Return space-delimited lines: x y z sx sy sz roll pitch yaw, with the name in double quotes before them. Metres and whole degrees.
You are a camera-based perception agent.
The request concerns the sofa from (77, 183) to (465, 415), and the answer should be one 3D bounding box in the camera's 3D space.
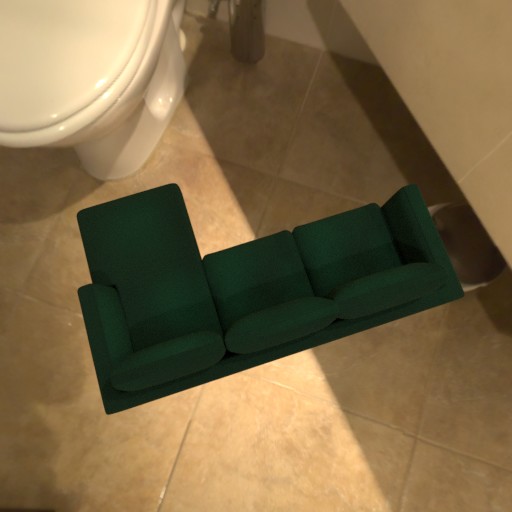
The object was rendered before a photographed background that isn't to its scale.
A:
"sofa" 0.000 0.000 3.231 2.441 1.007 1.489 -17 77 -4
